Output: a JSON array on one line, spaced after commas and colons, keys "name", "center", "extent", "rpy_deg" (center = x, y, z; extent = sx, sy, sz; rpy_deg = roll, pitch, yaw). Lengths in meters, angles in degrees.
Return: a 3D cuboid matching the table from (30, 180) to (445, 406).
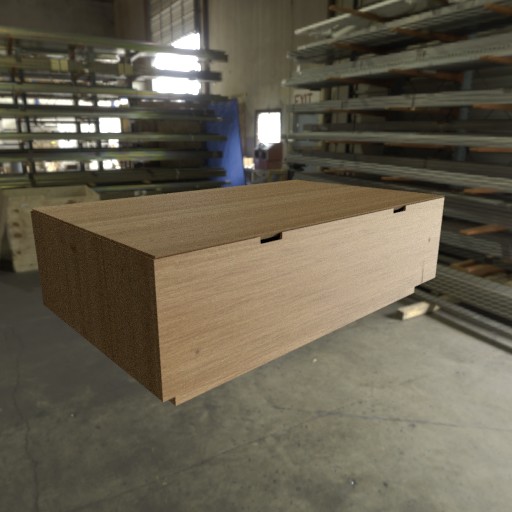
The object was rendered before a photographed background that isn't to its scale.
[{"name": "table", "center": [0.000, 0.000, 1.422], "extent": [1.110, 0.353, 0.678], "rpy_deg": [-14, 21, -41]}]
